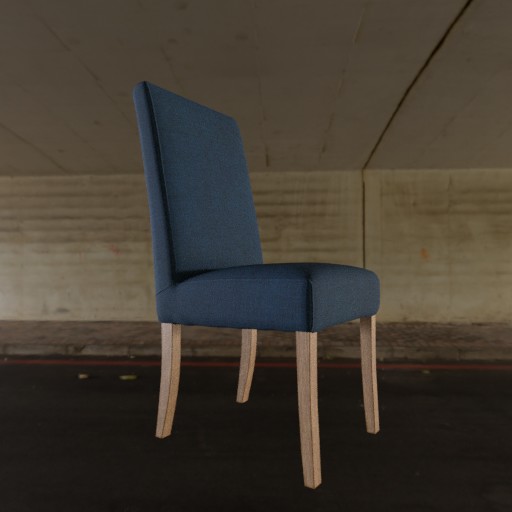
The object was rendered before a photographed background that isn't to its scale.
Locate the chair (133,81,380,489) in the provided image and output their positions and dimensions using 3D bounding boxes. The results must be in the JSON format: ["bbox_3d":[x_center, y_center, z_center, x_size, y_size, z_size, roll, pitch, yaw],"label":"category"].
[{"bbox_3d":[0.000,0.000,1.318,0.610,1.029,0.450,0,-1,35],"label":"chair"}]
